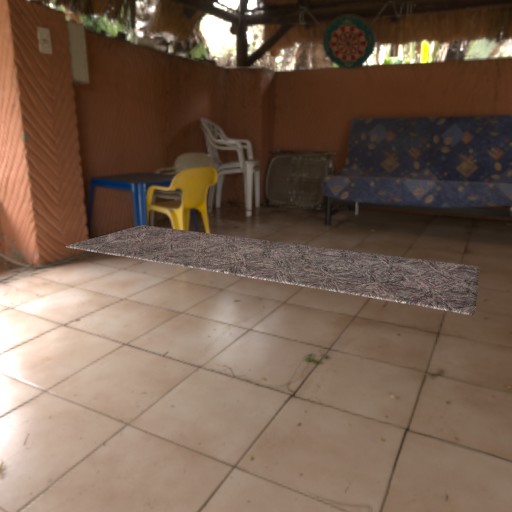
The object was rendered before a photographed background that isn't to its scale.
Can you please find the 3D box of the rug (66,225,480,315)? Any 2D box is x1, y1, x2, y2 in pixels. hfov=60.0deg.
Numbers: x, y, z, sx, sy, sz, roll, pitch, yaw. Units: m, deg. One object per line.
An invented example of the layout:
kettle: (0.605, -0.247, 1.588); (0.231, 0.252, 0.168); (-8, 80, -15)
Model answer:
rug: (0.000, 0.000, 2.549); (2.305, 0.013, 0.719); (8, 18, 26)
